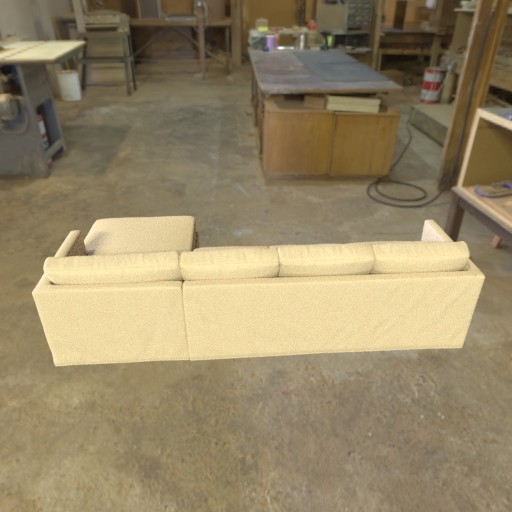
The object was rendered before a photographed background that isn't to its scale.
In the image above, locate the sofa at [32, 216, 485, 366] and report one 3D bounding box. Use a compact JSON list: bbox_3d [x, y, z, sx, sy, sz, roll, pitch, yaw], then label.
[{"bbox_3d":[0.000,0.000,3.888,3.206,0.871,1.622,-2,31,-3],"label":"sofa"}]
